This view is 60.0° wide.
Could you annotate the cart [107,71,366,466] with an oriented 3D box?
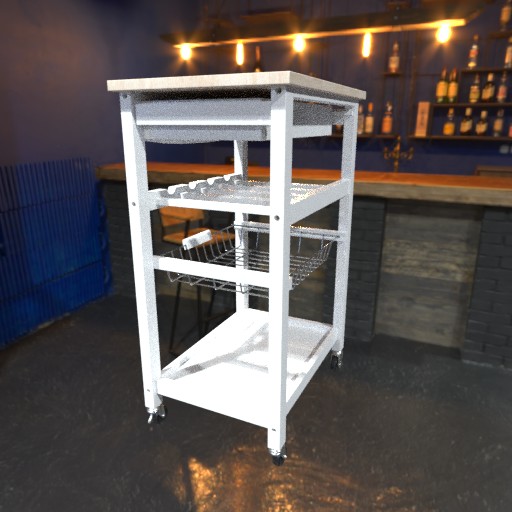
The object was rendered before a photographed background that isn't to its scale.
[{"bbox_3d":[0.000,0.000,1.201,0.406,0.857,0.578,8,18,25],"label":"cart"}]
